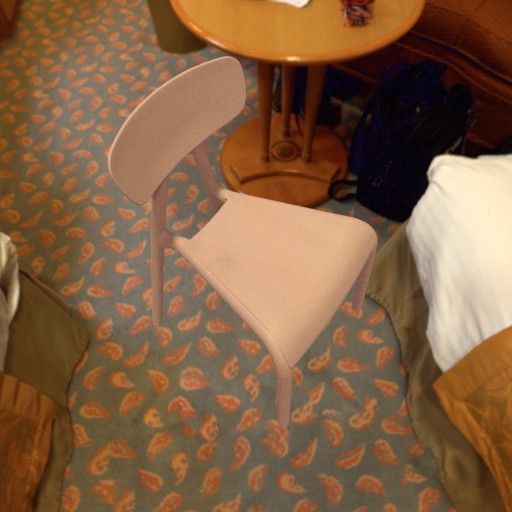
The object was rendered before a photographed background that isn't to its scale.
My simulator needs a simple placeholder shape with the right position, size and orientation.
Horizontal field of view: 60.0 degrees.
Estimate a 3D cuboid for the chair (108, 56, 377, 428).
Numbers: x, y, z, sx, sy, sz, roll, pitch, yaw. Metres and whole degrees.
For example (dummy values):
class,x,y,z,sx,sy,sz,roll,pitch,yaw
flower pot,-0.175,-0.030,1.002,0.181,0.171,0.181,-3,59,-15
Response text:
class,x,y,z,sx,sy,sz,roll,pitch,yaw
chair,0.000,0.000,0.839,0.401,0.580,0.356,31,63,17
